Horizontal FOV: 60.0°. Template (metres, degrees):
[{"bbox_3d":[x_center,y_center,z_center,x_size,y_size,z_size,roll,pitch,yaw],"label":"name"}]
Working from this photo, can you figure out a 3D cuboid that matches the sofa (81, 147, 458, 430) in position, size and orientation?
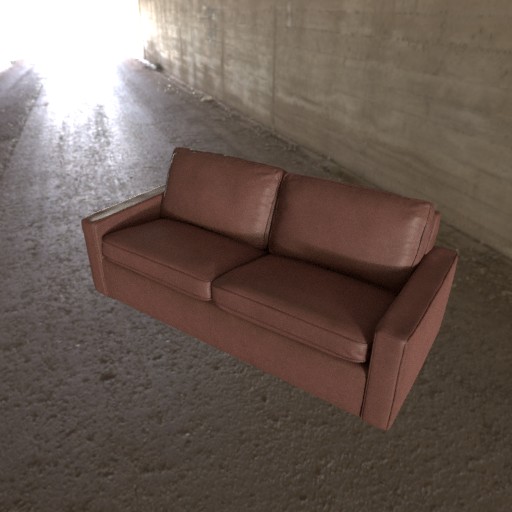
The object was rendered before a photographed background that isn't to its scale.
[{"bbox_3d":[0.000,0.000,2.634,2.080,0.919,0.940,19,35,29],"label":"sofa"}]
